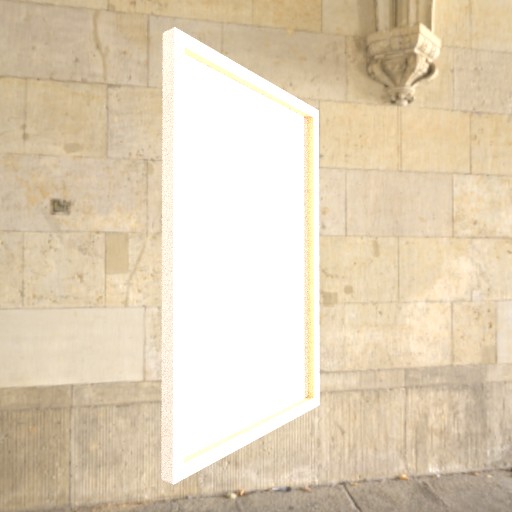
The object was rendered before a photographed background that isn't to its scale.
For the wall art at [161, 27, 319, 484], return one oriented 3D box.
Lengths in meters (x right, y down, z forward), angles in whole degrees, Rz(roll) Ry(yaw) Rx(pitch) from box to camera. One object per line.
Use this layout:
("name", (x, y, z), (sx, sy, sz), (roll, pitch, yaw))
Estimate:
("wall art", (0.000, 0.000, 1.141), (0.038, 0.912, 0.607), (-1, -1, 36))
